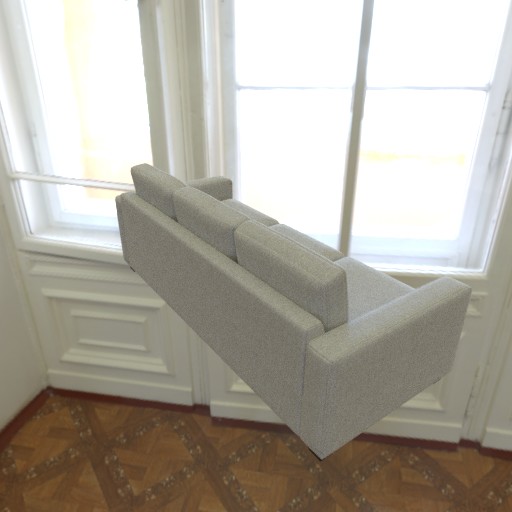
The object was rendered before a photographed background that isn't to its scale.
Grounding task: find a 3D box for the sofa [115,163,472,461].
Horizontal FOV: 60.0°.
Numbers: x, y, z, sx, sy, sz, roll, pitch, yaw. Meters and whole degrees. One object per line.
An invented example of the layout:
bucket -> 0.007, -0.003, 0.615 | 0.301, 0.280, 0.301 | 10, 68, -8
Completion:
sofa -> 0.000, 0.000, 2.575 | 0.900, 0.800, 2.120 | -18, 32, -31
